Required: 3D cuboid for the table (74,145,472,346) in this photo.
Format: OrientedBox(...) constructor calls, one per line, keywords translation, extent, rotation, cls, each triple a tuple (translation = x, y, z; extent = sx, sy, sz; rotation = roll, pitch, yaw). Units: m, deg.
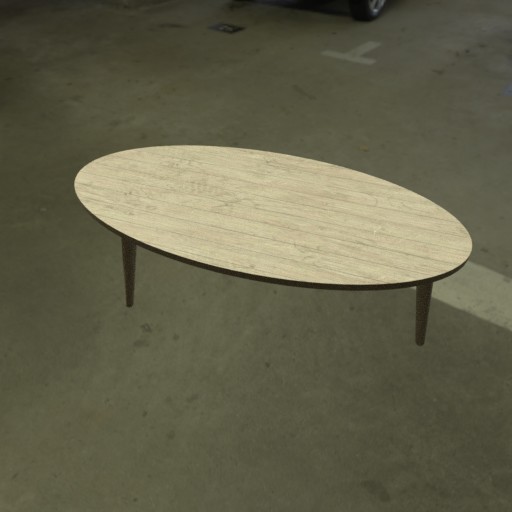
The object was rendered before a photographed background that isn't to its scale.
OrientedBox(translation=(0.000, 0.000, 1.310), extent=(1.083, 0.390, 0.542), rotation=(13, 43, 15), cls="table")
